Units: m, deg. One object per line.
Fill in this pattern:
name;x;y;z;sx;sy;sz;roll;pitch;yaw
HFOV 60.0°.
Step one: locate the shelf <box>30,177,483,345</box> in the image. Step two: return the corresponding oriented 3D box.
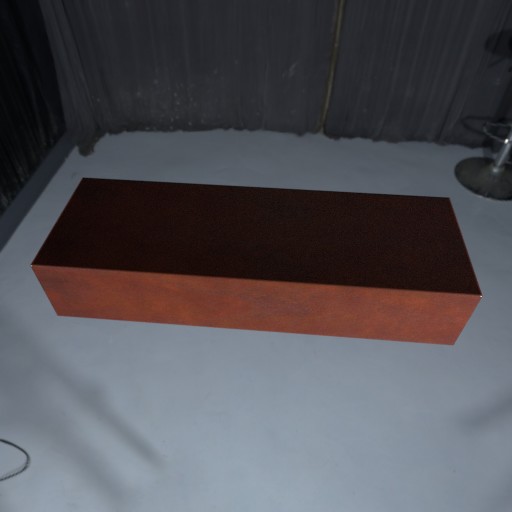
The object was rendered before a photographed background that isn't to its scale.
shelf;0.000;0.000;0.530;0.457;0.088;0.152;4;46;4
